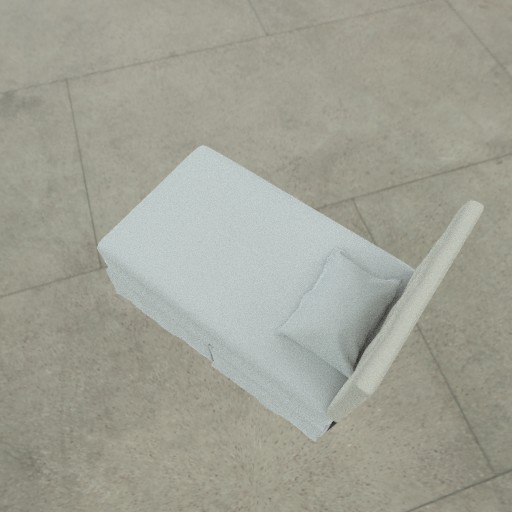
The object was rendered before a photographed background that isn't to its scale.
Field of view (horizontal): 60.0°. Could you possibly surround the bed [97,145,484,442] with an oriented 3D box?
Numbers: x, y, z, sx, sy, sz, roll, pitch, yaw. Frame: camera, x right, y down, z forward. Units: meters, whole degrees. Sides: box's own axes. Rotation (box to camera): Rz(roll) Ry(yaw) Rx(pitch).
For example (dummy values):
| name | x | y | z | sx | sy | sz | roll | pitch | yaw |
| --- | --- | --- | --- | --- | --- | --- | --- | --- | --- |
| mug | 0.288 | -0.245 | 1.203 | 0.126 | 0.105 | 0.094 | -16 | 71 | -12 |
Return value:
| name | x | y | z | sx | sy | sz | roll | pitch | yaw |
| --- | --- | --- | --- | --- | --- | --- | --- | --- | --- |
| bed | 0.000 | 0.000 | 2.919 | 1.997 | 1.571 | 1.261 | 33 | 67 | 16 |
